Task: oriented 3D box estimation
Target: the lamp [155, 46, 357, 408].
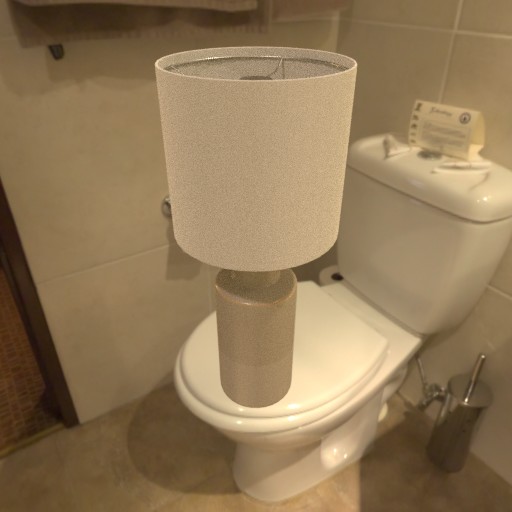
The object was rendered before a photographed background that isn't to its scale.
[{"bbox_3d":[0.000,0.000,0.603,0.212,0.493,0.212,10,34,16],"label":"lamp"}]
